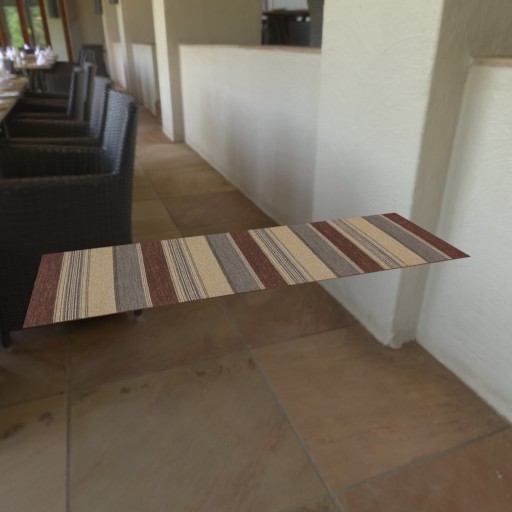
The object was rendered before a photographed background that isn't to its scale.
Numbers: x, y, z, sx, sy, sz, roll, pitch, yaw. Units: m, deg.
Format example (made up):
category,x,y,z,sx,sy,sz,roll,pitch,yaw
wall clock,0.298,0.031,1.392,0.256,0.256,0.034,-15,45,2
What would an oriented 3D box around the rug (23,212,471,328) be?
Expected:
category,x,y,z,sx,sy,sz,roll,pitch,yaw
rug,0.000,0.000,2.656,2.437,0.006,0.792,-8,27,-16
